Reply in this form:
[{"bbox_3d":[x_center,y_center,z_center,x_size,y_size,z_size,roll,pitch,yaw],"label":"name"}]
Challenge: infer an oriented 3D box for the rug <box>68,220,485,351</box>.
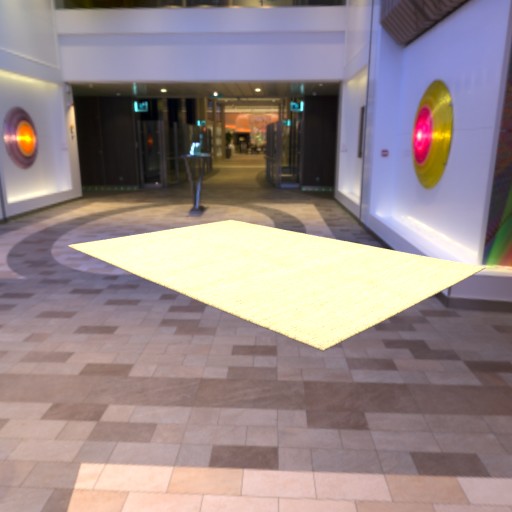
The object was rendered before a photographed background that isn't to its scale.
[{"bbox_3d":[0.000,0.000,2.335,1.250,0.015,1.850,-13,20,-42],"label":"rug"}]
